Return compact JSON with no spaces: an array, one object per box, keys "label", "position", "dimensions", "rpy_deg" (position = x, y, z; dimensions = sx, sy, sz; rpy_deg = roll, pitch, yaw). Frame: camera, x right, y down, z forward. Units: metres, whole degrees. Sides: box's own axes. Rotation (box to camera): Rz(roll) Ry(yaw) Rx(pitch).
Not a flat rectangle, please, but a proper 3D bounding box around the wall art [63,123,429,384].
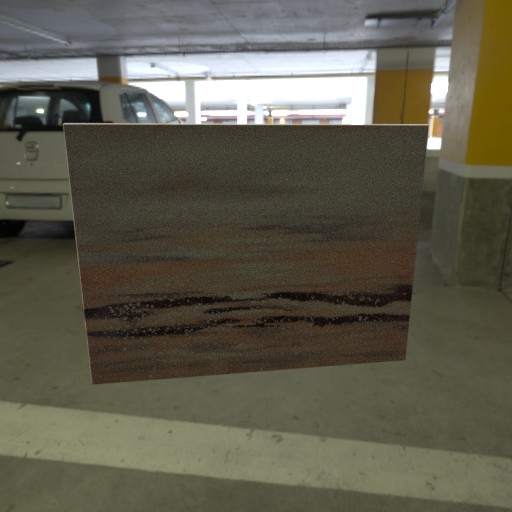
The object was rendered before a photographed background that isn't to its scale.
[{"label":"wall art","position":[0.000,0.000,1.336],"dimensions":[1.015,0.763,0.038],"rpy_deg":[-2,16,-8]}]
